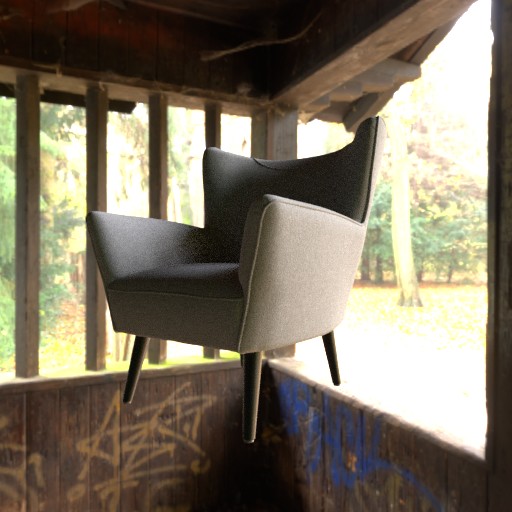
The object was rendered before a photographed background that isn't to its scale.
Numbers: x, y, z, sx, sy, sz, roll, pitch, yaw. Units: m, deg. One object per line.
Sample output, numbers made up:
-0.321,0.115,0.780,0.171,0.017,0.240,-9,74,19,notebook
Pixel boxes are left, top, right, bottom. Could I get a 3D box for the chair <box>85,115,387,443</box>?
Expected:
0.000,0.000,1.557,0.781,0.933,0.888,0,0,36,chair
